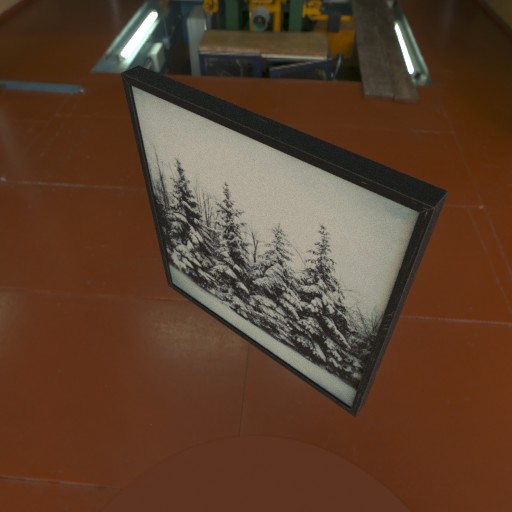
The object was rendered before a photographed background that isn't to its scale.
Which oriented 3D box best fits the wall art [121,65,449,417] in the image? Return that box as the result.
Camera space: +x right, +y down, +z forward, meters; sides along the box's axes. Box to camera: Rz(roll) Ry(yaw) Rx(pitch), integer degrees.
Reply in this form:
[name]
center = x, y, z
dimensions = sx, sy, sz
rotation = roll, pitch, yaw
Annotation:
[wall art]
center = 0.000, 0.000, 0.760
dimensions = 0.506, 0.506, 0.036
rotation = 30, 53, 26
